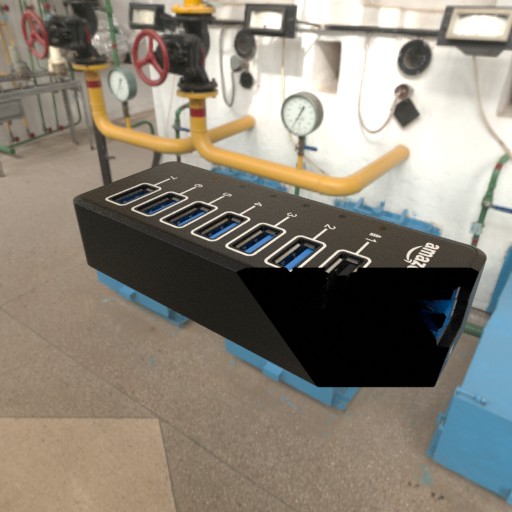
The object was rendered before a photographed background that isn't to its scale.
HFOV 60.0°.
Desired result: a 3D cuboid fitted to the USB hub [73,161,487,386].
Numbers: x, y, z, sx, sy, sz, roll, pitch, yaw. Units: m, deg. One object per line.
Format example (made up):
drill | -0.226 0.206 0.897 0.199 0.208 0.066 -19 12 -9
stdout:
USB hub | 0.000 0.000 0.126 0.110 0.023 0.044 21 37 31
